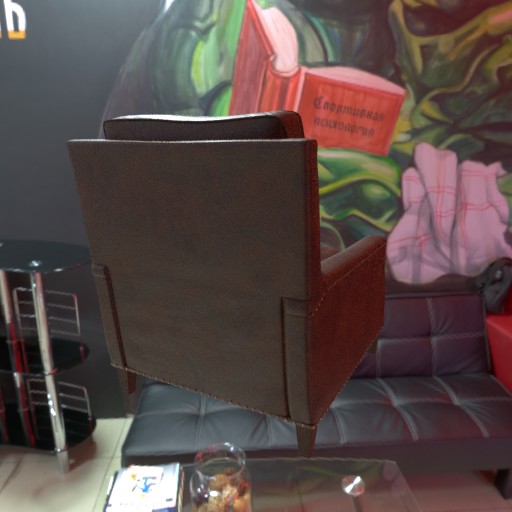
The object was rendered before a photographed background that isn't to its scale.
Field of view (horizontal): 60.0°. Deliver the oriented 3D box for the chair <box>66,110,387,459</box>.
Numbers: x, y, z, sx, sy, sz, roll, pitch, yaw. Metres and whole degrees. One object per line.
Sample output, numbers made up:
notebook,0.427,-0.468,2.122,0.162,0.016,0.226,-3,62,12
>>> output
chair,0.000,0.000,1.778,0.854,1.054,1.035,8,16,28
